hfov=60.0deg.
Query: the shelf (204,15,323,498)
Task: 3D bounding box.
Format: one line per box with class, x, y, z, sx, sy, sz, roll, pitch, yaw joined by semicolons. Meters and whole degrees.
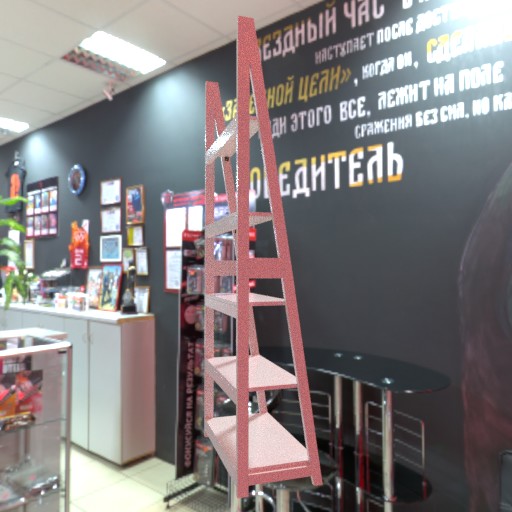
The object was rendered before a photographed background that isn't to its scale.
shelf;0.000;0.000;1.984;0.341;1.779;0.636;0;-2;-18
